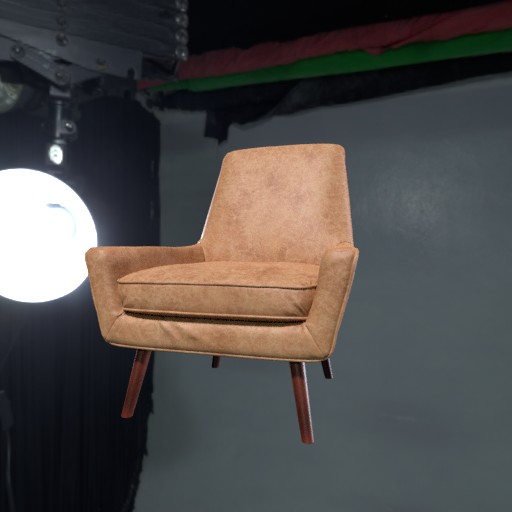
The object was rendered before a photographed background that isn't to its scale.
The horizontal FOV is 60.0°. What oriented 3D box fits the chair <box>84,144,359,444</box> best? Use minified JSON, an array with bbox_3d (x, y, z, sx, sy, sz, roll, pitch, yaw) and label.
[{"bbox_3d":[0.000,0.000,1.503,0.753,0.883,0.851,0,1,18],"label":"chair"}]
